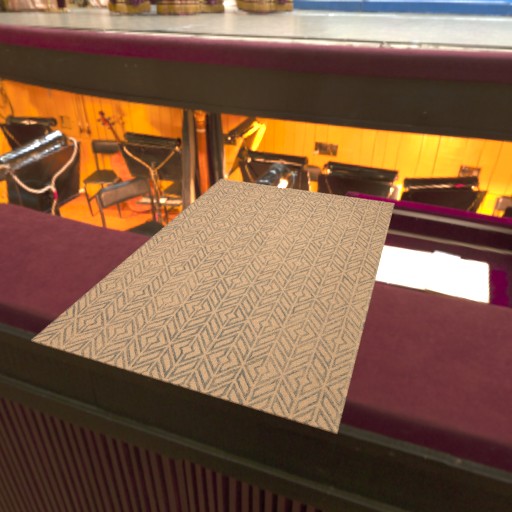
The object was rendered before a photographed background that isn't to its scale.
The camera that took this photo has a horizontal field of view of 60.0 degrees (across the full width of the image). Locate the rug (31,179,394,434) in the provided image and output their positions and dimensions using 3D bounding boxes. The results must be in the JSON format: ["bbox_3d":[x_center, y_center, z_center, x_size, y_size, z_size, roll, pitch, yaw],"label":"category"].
[{"bbox_3d":[0.000,0.000,2.301,1.220,0.008,1.824,11,33,17],"label":"rug"}]
